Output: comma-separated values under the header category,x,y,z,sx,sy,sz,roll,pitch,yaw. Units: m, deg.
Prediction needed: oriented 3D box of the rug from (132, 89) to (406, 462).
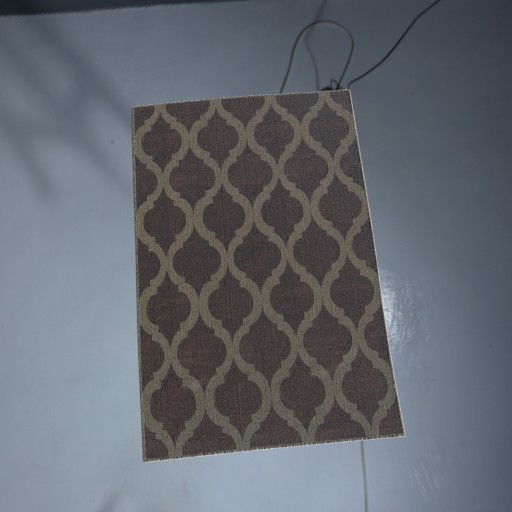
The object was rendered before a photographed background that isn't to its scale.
category,x,y,z,sx,sy,sz,roll,pitch,yaw
rug,0.000,0.000,2.801,1.522,0.008,2.284,-5,76,-1
